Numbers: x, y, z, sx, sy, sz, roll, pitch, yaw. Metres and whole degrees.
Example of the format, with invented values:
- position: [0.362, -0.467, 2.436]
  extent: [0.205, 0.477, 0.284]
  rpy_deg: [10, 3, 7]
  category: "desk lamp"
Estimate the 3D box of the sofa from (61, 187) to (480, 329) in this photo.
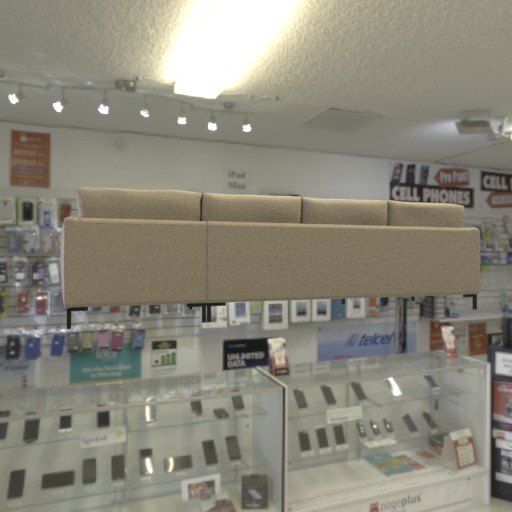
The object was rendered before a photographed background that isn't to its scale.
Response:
- position: [0.000, 0.000, 3.545]
  extent: [2.737, 0.756, 1.879]
  rpy_deg: [0, 0, -18]
  category: "sofa"
